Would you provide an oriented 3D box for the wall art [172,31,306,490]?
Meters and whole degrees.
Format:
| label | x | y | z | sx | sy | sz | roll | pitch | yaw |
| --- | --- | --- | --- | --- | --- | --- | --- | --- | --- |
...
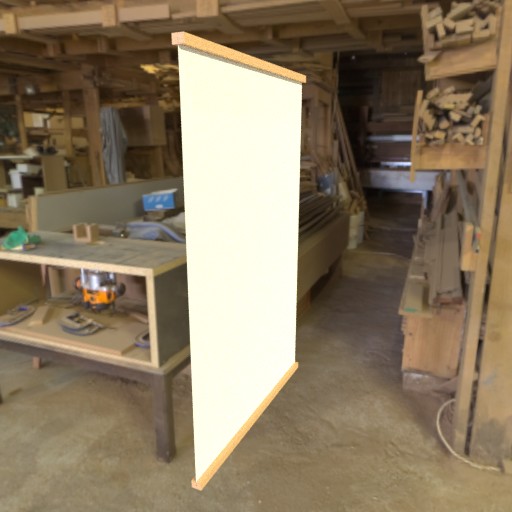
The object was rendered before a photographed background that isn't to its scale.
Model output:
| label | x | y | z | sx | sy | sz | roll | pitch | yaw |
| --- | --- | --- | --- | --- | --- | --- | --- | --- | --- |
| wall art | 0.000 | 0.000 | 1.844 | 0.040 | 1.510 | 0.991 | 7 | 16 | 25 |
